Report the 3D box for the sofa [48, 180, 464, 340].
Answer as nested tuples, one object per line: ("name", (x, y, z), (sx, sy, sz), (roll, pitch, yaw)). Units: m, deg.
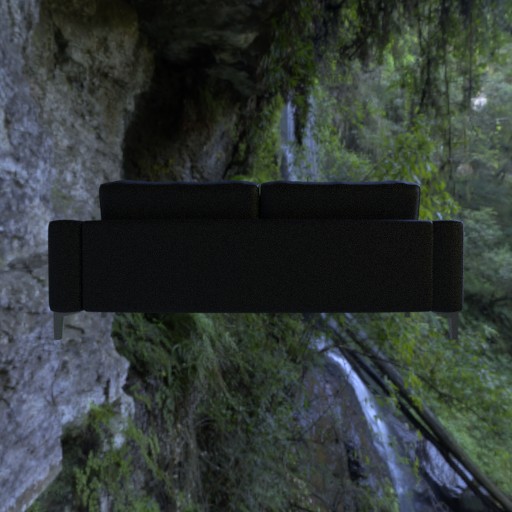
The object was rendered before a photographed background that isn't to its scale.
("sofa", (0.000, 0.000, 2.780), (2.275, 0.893, 0.833), (0, 1, 0))
